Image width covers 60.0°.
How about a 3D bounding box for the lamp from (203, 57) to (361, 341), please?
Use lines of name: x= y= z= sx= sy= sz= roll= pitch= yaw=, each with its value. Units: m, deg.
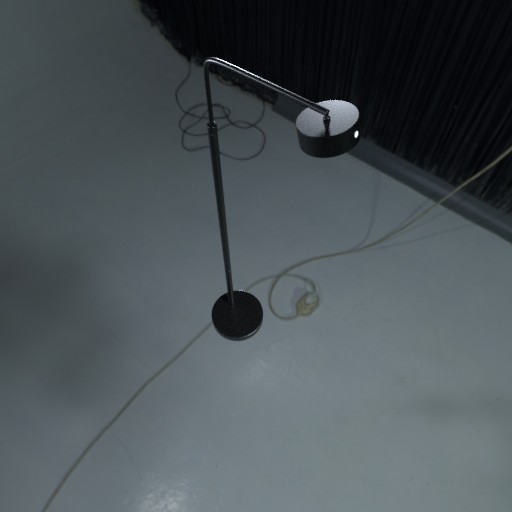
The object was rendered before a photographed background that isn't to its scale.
lamp: x=0.000 y=0.000 z=1.357 sx=0.418 sy=1.230 sz=0.219 roll=33 pitch=65 yaw=18
